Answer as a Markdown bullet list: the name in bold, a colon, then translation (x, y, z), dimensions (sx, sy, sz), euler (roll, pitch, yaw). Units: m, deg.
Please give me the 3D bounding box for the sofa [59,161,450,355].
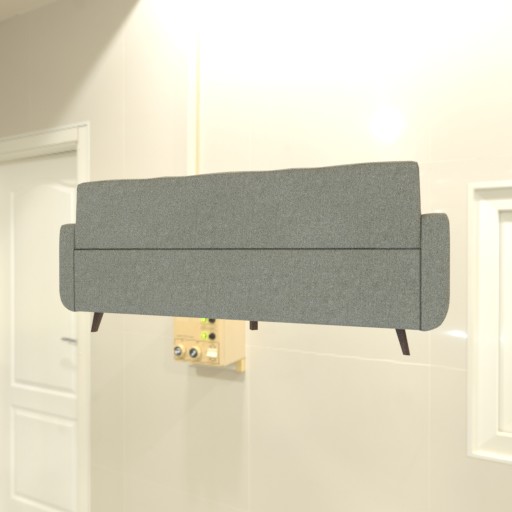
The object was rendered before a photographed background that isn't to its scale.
- **sofa**: translation (0.000, 0.000, 2.632), dimensions (2.055, 0.873, 0.968), euler (0, 0, 20)
